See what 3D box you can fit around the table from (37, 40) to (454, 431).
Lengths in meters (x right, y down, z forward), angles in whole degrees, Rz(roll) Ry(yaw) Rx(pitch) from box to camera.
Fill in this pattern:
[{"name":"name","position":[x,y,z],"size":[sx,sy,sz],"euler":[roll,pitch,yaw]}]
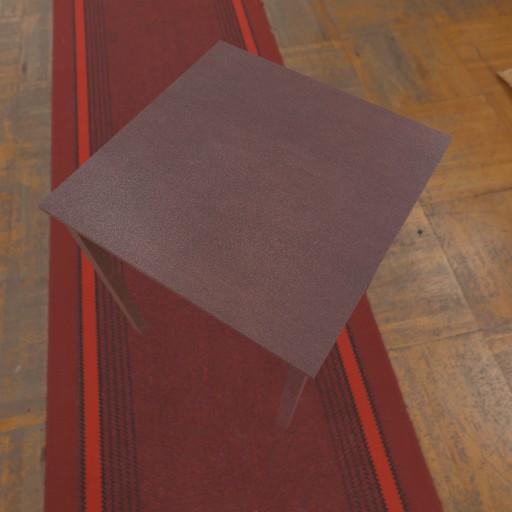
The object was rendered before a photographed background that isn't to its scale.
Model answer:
[{"name":"table","position":[0.000,0.000,1.698],"size":[0.861,0.991,0.861],"euler":[29,64,16]}]
